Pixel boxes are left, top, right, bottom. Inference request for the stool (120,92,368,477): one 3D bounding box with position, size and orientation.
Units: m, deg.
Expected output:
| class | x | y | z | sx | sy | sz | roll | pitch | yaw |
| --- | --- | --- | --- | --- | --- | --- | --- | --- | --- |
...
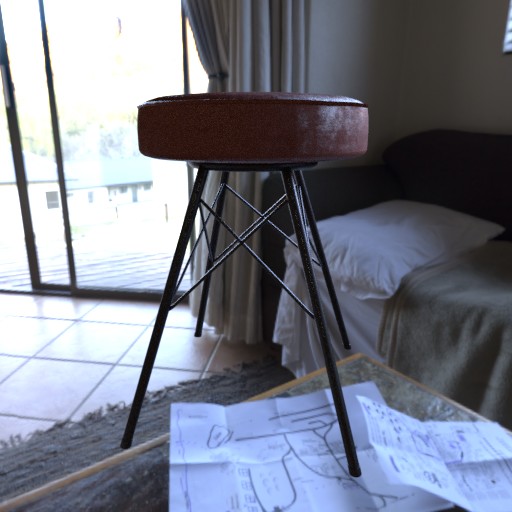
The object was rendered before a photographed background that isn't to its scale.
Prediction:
| class | x | y | z | sx | sy | sz | roll | pitch | yaw |
| --- | --- | --- | --- | --- | --- | --- | --- | --- | --- |
| stool | 0.000 | 0.000 | 0.879 | 0.421 | 0.593 | 0.457 | 3 | 16 | 9 |
